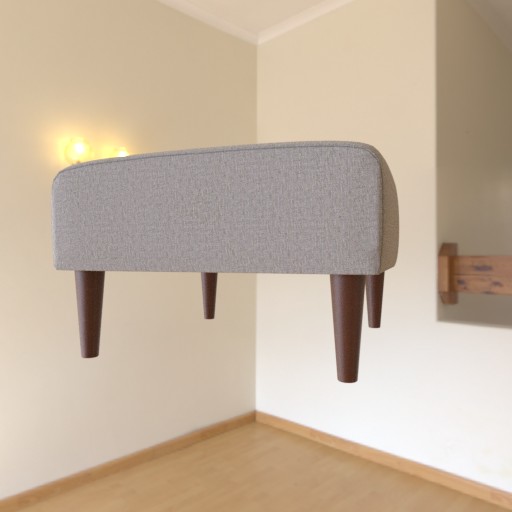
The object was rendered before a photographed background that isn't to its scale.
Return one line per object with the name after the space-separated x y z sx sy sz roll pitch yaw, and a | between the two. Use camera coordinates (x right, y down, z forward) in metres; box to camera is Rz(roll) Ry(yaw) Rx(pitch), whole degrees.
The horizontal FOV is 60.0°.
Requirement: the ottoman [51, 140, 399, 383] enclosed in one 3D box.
0.000 0.000 1.057 0.648 0.399 0.655 0 0 19 | ottoman
